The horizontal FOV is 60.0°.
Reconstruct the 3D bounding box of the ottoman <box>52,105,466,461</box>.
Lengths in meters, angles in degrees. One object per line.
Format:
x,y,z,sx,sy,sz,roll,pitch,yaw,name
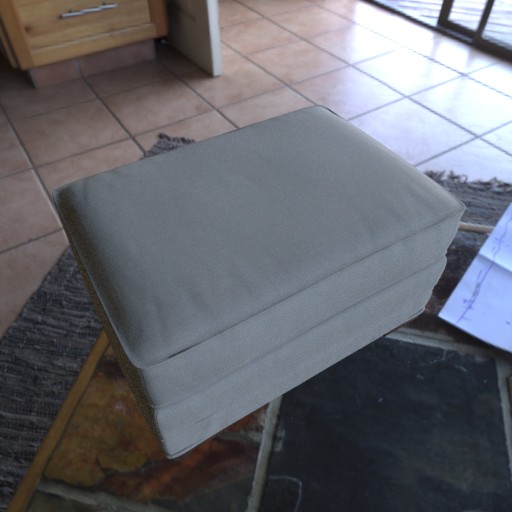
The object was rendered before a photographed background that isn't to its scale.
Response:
0.000,0.000,1.189,0.848,0.482,0.611,-24,51,-21,ottoman
